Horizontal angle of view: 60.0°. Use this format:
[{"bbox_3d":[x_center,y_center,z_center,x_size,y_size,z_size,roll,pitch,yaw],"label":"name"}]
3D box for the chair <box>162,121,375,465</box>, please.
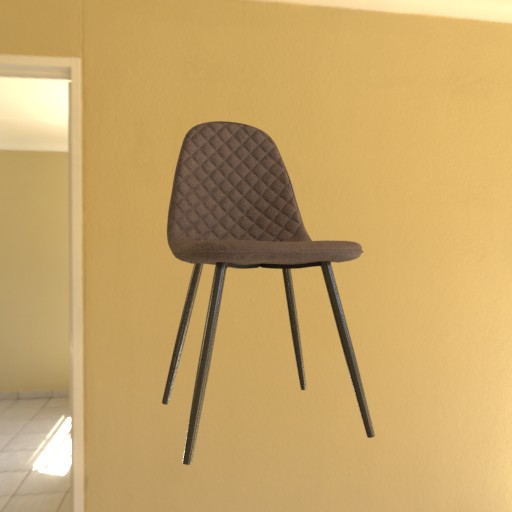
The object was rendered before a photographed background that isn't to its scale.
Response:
[{"bbox_3d":[0.000,0.000,1.223,0.472,0.889,0.561,0,0,-18],"label":"chair"}]
